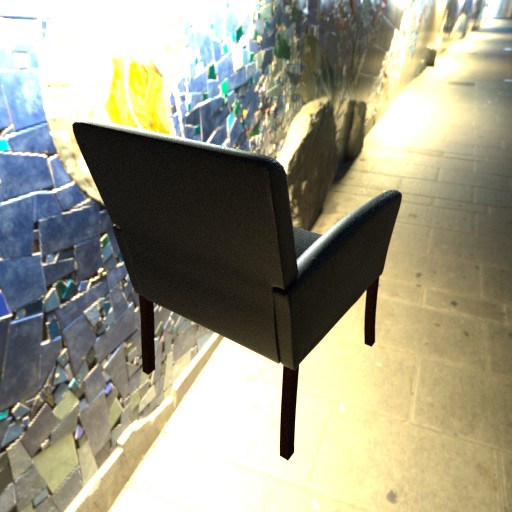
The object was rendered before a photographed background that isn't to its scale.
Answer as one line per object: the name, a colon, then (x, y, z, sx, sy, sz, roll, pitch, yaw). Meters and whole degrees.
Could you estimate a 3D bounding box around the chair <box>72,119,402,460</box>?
chair: (0.000, 0.000, 1.477, 0.683, 0.951, 0.772, 19, 35, 31)
